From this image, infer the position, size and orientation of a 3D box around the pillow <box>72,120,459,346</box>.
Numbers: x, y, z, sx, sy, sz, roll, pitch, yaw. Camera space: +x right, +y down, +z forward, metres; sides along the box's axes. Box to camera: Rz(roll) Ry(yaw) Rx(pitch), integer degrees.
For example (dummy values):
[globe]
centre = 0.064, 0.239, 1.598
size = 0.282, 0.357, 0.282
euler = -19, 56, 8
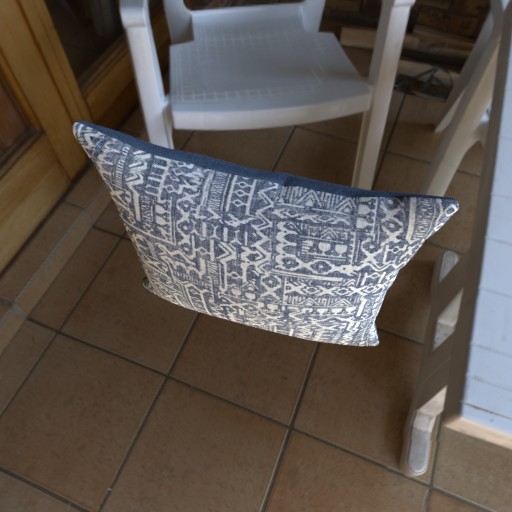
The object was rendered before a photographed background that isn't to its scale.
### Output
[pillow]
centre = 0.000, 0.000, 0.792
size = 0.546, 0.487, 0.180
euler = 14, 59, 8
